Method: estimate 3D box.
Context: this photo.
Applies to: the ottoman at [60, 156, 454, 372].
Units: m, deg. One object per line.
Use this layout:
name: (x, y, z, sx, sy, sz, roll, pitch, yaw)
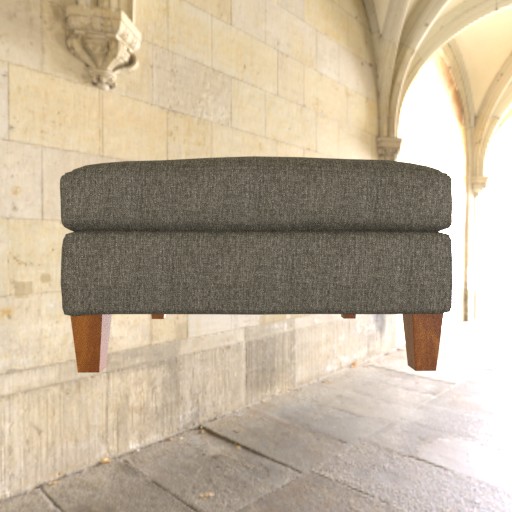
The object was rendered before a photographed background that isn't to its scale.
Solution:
ottoman: (0.000, 0.000, 1.318, 0.838, 0.481, 0.838, 0, 1, -1)
